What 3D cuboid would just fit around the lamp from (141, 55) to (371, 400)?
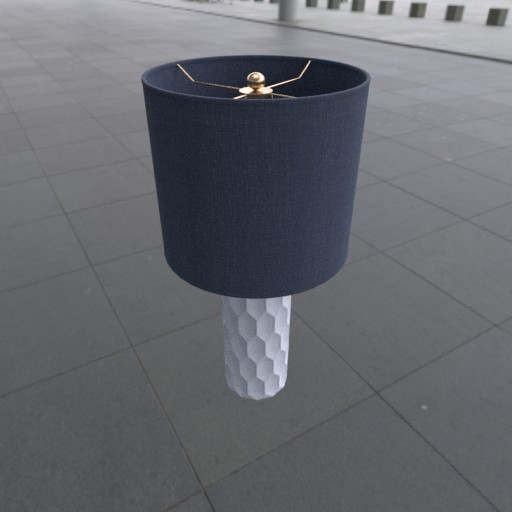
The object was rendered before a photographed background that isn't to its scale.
[{"bbox_3d":[0.000,0.000,0.690,0.277,0.537,0.277,-9,34,-13],"label":"lamp"}]
